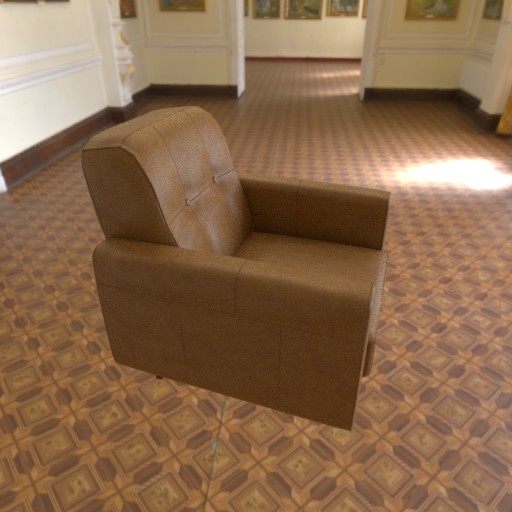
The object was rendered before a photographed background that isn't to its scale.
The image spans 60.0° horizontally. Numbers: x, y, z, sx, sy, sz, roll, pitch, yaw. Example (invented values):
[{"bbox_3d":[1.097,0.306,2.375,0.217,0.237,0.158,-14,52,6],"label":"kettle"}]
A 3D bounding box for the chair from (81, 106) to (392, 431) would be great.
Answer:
[{"bbox_3d":[0.000,0.000,1.652,0.942,0.968,0.845,9,31,16],"label":"chair"}]
